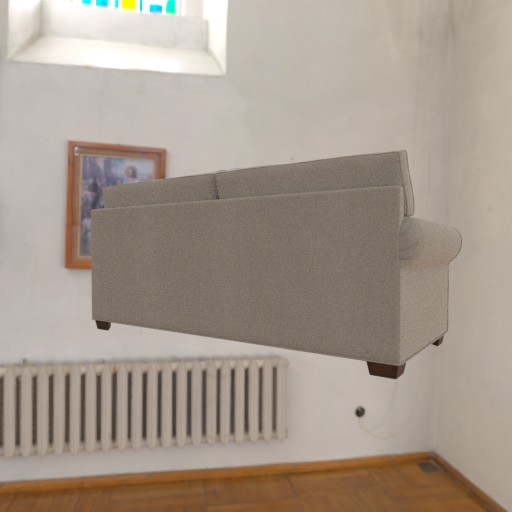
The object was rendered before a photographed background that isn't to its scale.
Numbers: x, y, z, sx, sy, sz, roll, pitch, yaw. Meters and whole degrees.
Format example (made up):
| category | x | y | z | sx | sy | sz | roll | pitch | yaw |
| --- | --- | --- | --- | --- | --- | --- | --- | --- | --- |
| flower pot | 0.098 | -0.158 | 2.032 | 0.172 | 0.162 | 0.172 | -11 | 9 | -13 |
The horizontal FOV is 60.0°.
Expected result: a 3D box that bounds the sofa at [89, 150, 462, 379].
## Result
| category | x | y | z | sx | sy | sz | roll | pitch | yaw |
| --- | --- | --- | --- | --- | --- | --- | --- | --- | --- |
| sofa | 0.000 | 0.000 | 2.672 | 2.146 | 0.962 | 0.901 | 1 | 1 | 35 |
